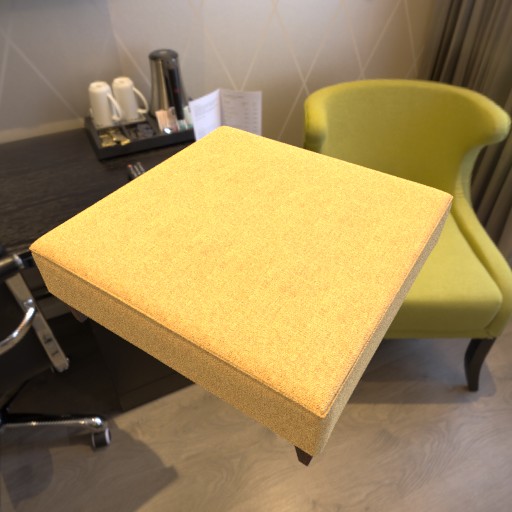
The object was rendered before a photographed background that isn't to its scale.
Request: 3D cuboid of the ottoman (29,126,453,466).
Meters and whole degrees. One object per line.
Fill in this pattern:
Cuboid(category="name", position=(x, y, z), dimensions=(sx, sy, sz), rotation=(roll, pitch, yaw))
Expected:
Cuboid(category="ottoman", position=(0.000, 0.000, 1.493), dimensions=(0.981, 0.378, 0.970), rotation=(24, 47, 24))
